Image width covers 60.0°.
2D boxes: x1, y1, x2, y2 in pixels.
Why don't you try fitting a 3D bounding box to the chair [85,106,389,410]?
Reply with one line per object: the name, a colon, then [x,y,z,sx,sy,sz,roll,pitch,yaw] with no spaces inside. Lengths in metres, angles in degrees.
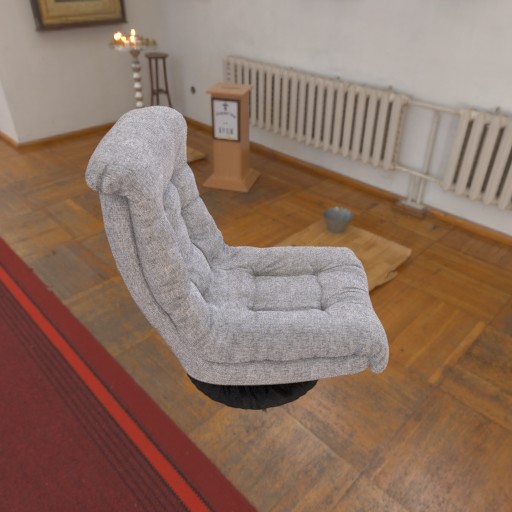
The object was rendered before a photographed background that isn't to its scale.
chair: [0.000,0.000,1.000,0.583,0.600,0.400,0,33,0]
